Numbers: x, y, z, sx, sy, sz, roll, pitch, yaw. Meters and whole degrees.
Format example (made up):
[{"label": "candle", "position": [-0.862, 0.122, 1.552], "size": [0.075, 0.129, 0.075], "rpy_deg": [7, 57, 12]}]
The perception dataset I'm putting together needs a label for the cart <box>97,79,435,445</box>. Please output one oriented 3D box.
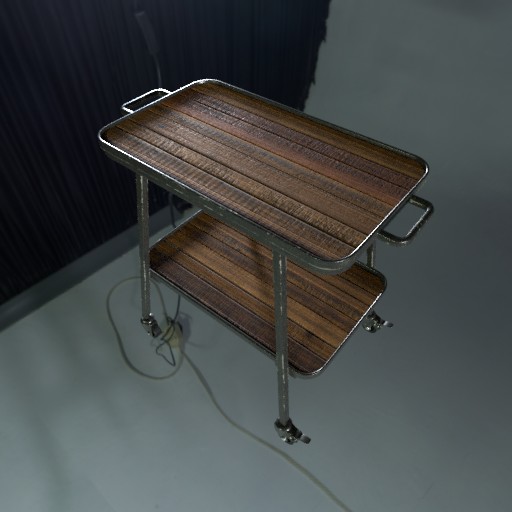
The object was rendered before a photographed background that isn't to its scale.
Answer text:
[{"label": "cart", "position": [0.000, 0.000, 1.253], "size": [0.806, 0.700, 0.515], "rpy_deg": [30, 53, 26]}]
